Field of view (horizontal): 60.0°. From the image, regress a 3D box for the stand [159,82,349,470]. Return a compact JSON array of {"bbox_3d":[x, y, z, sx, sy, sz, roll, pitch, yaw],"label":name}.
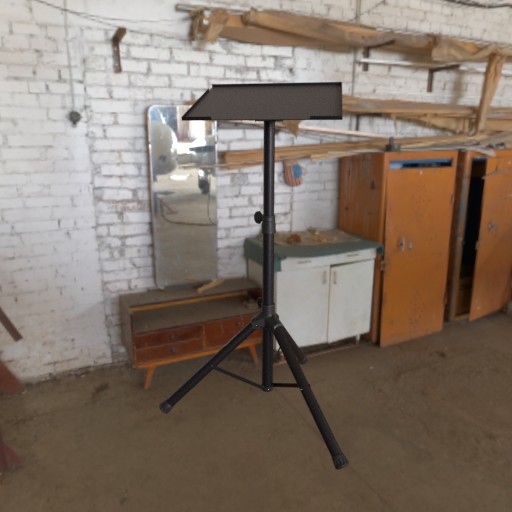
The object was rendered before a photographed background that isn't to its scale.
[{"bbox_3d":[0.000,0.000,1.612,0.702,1.198,0.702,3,16,9],"label":"stand"}]
